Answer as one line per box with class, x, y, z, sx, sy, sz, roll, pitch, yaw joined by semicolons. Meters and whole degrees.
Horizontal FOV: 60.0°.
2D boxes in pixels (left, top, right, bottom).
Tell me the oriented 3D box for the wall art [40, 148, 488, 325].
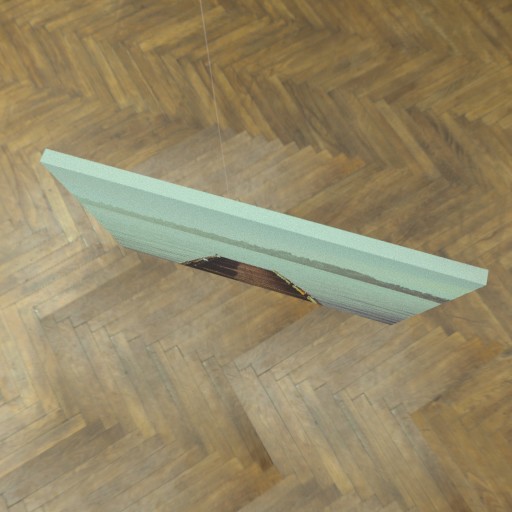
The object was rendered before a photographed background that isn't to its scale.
wall art;0.000;0.000;1.465;1.149;0.765;0.040;16;75;4
